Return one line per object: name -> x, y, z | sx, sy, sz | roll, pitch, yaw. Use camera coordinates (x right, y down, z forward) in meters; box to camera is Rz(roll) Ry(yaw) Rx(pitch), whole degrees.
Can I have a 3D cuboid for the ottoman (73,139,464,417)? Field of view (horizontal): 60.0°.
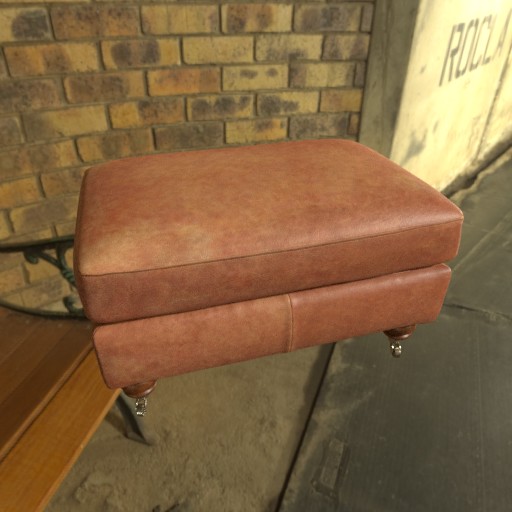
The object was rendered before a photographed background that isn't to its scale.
ottoman -> 0.000, 0.000, 1.189 | 0.852, 0.507, 0.565 | -9, 33, -14
